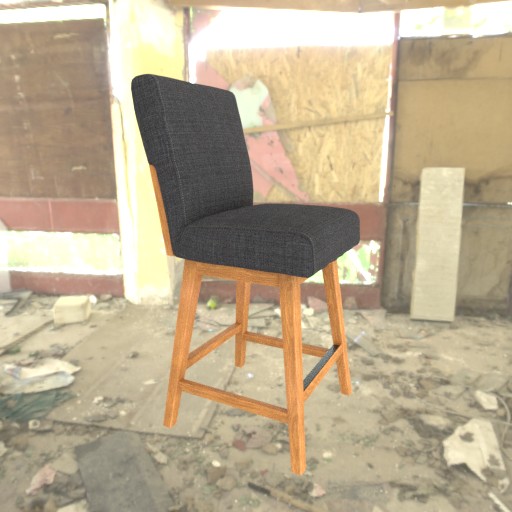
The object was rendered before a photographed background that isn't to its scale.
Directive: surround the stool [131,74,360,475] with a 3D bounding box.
[{"bbox_3d":[0.000,0.000,1.333,0.526,1.010,0.459,7,15,27],"label":"stool"}]
